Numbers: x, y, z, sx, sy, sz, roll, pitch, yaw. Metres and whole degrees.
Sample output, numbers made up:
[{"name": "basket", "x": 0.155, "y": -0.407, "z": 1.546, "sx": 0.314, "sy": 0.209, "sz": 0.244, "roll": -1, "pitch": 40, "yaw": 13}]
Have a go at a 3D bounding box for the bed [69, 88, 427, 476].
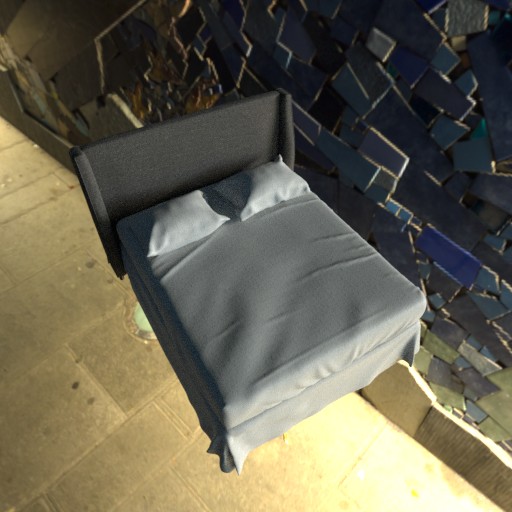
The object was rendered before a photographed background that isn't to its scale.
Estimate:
[{"name": "bed", "x": 0.000, "y": 0.000, "z": 3.412, "sx": 1.925, "sy": 1.332, "sz": 2.276, "roll": -23, "pitch": 51, "yaw": -21}]
